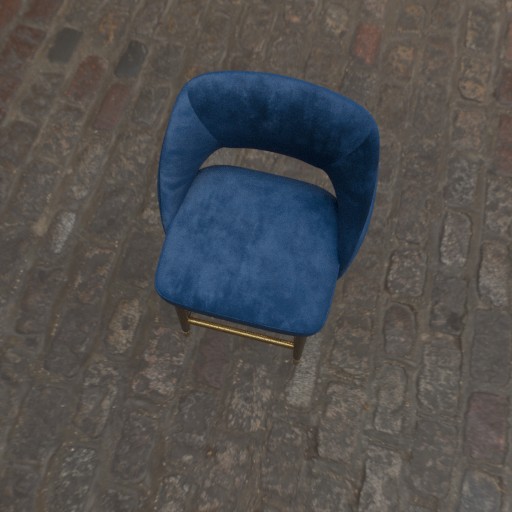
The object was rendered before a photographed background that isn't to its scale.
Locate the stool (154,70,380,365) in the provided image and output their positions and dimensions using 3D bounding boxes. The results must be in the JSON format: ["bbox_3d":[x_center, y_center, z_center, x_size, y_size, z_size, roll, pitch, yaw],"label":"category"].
[{"bbox_3d":[0.000,0.000,1.316,0.514,1.016,0.515,13,75,4],"label":"stool"}]
